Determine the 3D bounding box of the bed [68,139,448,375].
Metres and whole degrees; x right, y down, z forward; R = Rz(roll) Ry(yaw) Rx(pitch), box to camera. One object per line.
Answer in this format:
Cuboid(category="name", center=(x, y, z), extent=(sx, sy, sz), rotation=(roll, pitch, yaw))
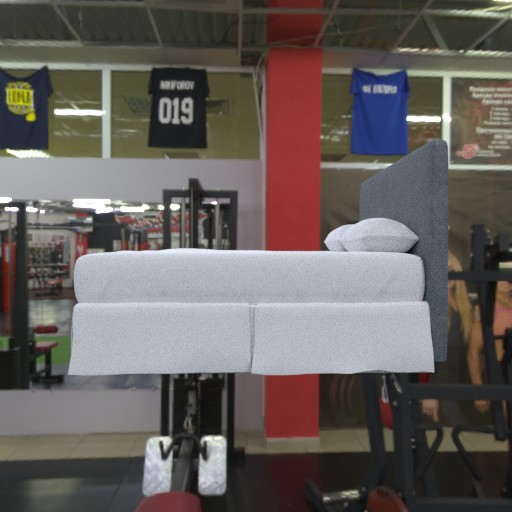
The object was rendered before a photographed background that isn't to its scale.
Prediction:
Cuboid(category="bed", center=(0.000, 0.000, 3.258), extent=(2.142, 1.330, 1.713), rotation=(0, 1, 0))
